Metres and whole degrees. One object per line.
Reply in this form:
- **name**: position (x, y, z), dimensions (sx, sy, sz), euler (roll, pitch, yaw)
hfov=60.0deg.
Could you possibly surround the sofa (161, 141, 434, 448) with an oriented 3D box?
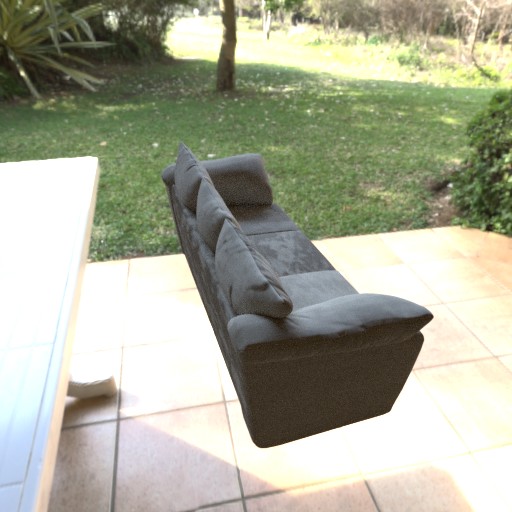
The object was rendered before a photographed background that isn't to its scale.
- **sofa**: position (0.000, 0.000, 2.868), dimensions (0.893, 0.981, 2.377), euler (-9, 32, -16)
